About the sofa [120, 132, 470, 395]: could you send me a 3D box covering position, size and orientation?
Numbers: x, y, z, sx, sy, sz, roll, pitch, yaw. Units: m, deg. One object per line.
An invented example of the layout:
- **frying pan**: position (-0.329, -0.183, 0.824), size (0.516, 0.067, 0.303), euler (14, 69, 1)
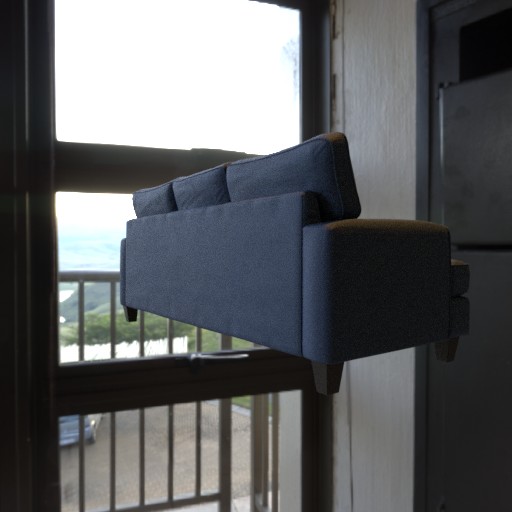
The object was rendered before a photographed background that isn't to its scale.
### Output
- **sofa**: position (0.000, 0.000, 2.643), size (0.951, 0.965, 2.158), euler (0, 1, -36)
